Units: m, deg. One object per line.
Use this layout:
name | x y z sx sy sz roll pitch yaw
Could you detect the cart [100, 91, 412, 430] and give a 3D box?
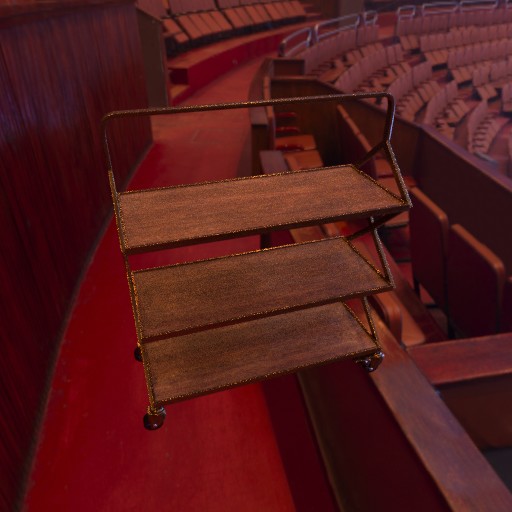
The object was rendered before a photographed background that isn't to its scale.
cart | 0.000 0.000 1.191 0.723 0.805 0.313 -10 33 -15
